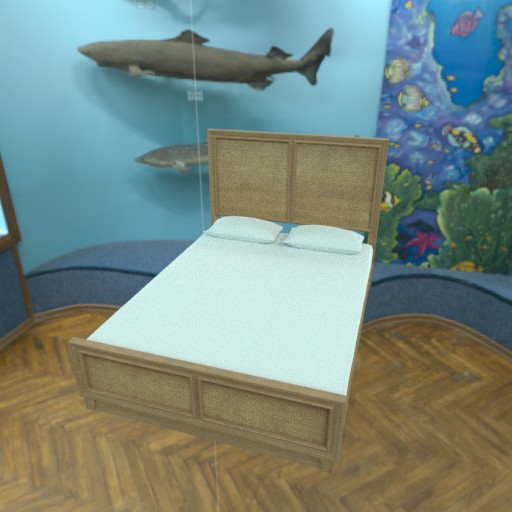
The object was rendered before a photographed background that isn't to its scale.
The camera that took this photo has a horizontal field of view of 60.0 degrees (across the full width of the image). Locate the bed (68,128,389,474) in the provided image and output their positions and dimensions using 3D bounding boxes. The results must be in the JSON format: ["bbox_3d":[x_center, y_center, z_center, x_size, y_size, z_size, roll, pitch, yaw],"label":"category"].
[{"bbox_3d":[0.000,0.000,3.228,1.606,1.387,2.184,8,26,16],"label":"bed"}]
